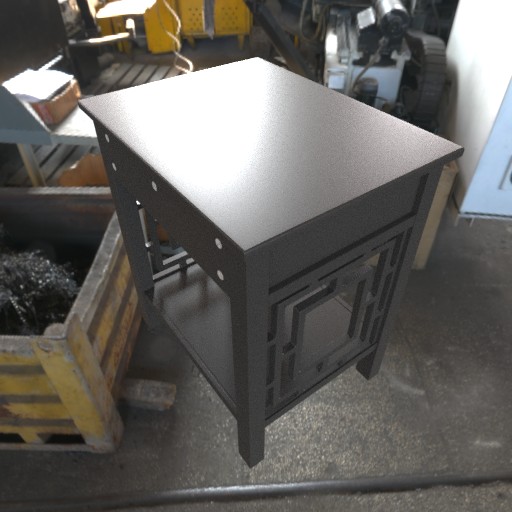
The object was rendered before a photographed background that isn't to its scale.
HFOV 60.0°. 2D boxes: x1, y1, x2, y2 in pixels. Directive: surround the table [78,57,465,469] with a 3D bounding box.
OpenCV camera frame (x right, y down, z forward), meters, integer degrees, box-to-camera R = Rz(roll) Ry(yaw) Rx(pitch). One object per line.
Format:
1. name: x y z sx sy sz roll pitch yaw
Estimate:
1. table: 0.000 0.000 1.007 0.451 0.646 0.564 -26 48 -26
